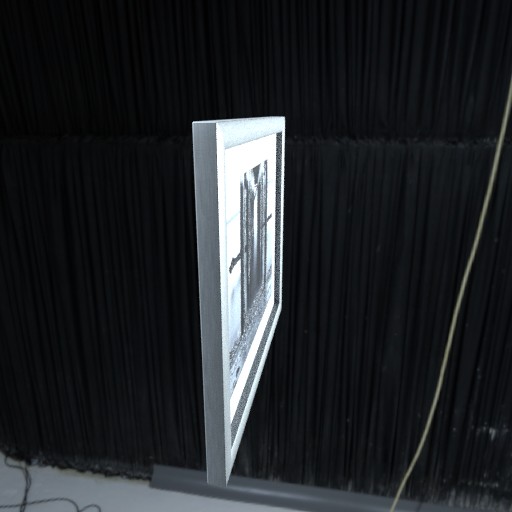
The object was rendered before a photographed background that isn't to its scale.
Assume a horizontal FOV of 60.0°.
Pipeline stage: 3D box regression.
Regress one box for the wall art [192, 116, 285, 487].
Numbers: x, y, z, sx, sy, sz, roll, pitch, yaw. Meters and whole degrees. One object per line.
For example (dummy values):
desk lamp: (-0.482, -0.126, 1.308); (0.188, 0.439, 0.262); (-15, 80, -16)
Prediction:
wall art: (0.000, 0.000, 0.770); (0.028, 0.457, 0.556); (3, 18, 10)
